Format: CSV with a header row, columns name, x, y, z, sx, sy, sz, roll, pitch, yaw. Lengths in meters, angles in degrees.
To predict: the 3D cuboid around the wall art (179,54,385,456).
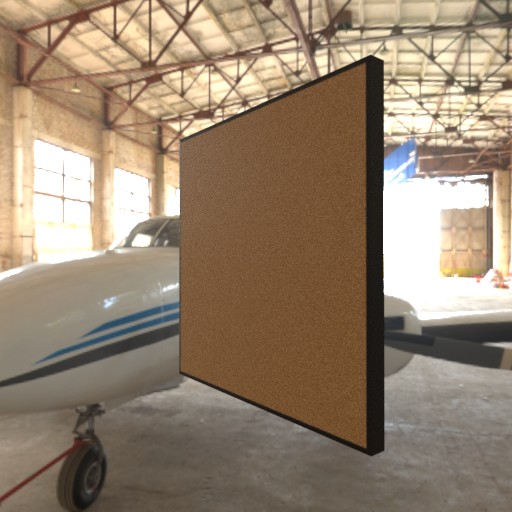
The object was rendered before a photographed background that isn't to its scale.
name,x,y,z,sx,sy,sz,roll,pitch,yaw
wall art,0.000,0.000,0.774,0.028,0.511,0.513,0,0,-38
